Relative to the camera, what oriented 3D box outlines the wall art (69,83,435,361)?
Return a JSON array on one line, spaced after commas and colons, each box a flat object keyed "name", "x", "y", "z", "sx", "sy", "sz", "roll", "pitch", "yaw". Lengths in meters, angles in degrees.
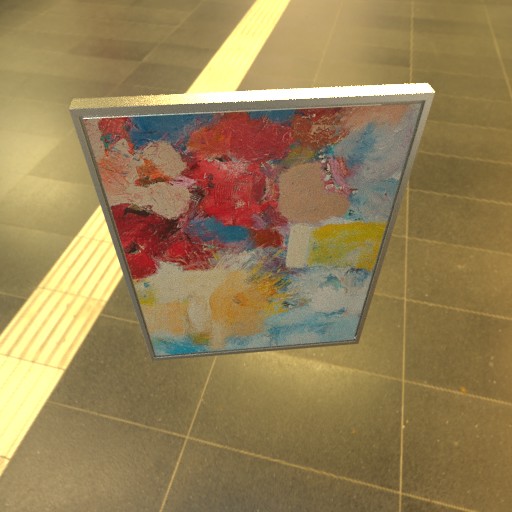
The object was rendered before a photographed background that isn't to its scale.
[{"name": "wall art", "x": 0.000, "y": 0.000, "z": 0.749, "sx": 0.444, "sy": 0.569, "sz": 0.025, "roll": -4, "pitch": 46, "yaw": -4}]
